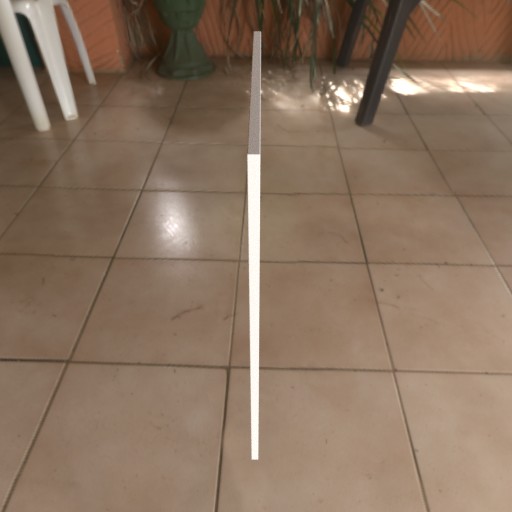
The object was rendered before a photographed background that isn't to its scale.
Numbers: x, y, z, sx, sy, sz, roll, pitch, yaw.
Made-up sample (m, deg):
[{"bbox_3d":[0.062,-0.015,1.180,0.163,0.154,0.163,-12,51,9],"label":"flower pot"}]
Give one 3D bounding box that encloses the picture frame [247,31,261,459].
[{"bbox_3d":[0.000,0.000,0.827,0.013,0.657,0.457,0,41,0],"label":"picture frame"}]
